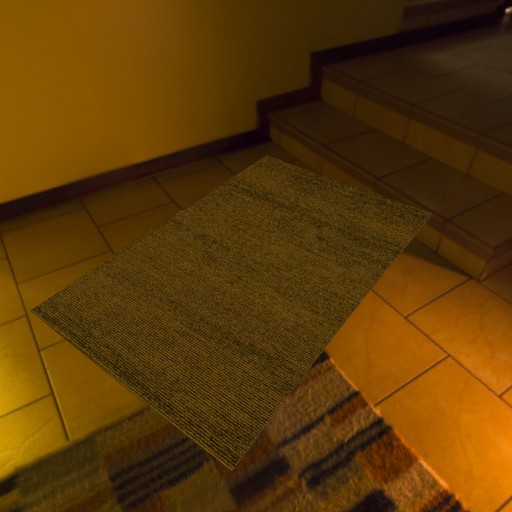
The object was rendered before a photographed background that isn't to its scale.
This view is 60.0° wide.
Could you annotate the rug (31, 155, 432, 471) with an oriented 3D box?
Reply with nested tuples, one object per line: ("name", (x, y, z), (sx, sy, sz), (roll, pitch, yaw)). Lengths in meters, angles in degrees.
("rug", (0.000, 0.000, 2.211), (1.145, 0.021, 1.777), (26, 47, 27))
